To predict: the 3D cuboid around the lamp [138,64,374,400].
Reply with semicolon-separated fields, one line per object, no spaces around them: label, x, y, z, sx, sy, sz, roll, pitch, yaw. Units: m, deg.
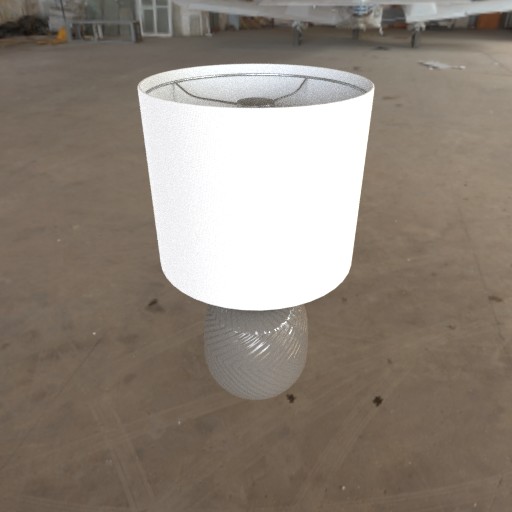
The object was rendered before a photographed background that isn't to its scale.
lamp;0.000;0.000;0.491;0.207;0.366;0.207;19;36;28
